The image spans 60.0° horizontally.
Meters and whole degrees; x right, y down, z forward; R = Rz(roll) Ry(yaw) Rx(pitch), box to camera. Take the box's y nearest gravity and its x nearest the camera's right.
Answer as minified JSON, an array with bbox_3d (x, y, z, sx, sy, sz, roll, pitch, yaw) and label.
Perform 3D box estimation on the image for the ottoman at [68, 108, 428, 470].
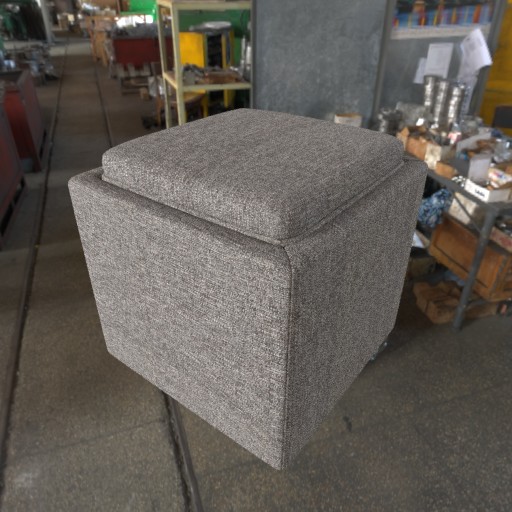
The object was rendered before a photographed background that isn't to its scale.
[{"bbox_3d":[0.000,0.000,0.846,0.450,0.460,0.450,22,38,31],"label":"ottoman"}]
